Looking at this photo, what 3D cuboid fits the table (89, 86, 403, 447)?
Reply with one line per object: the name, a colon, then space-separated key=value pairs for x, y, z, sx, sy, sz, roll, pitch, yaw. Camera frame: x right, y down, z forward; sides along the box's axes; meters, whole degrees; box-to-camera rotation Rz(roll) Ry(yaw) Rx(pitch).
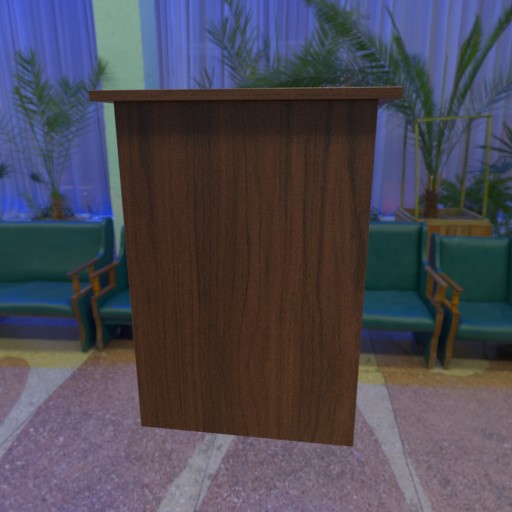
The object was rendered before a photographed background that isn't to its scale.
table: x=0.000 y=0.000 z=0.937 sx=0.480 sy=0.636 sz=0.381 roll=2 pitch=17 yaw=8
